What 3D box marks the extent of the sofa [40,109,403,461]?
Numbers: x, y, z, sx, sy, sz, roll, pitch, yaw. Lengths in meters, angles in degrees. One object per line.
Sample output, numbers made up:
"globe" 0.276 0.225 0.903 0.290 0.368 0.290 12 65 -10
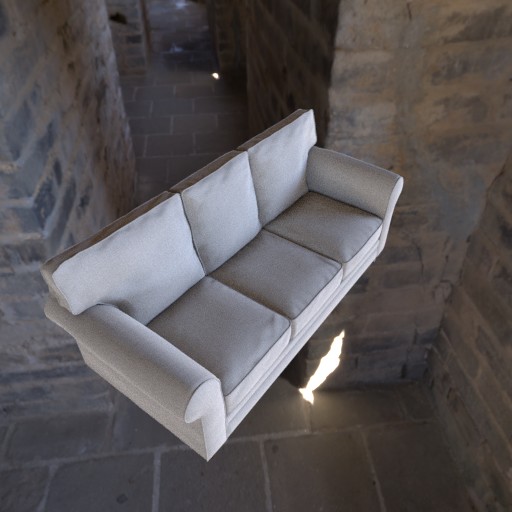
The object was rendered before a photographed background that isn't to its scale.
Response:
"sofa" 0.000 0.000 2.552 0.916 0.961 2.084 26 47 27
